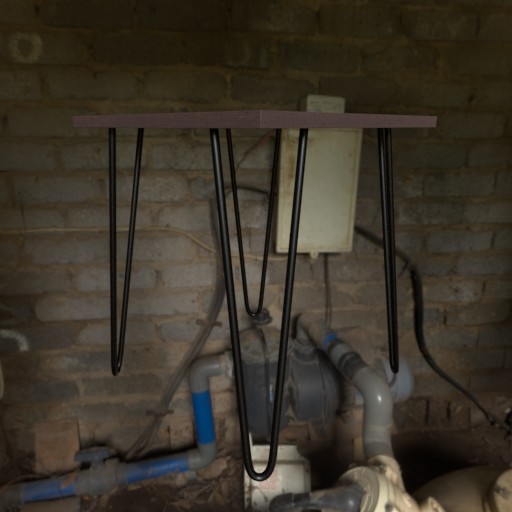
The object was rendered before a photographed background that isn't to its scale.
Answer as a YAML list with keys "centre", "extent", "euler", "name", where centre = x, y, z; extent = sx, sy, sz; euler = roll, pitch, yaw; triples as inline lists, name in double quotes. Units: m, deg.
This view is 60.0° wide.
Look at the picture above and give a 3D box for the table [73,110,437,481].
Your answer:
- centre: [0.000, 0.000, 0.930]
  extent: [0.495, 0.559, 0.495]
  euler: [15, 22, 42]
  name: "table"
